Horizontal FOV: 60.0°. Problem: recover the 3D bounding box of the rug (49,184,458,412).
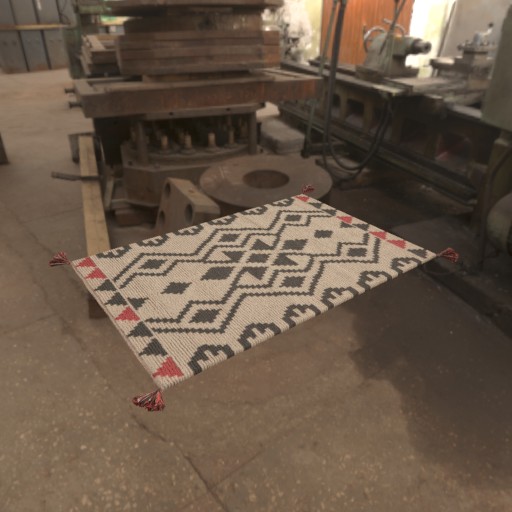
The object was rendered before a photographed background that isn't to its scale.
[{"bbox_3d":[0.000,0.000,2.641,2.069,0.067,1.444,-20,35,-31],"label":"rug"}]
